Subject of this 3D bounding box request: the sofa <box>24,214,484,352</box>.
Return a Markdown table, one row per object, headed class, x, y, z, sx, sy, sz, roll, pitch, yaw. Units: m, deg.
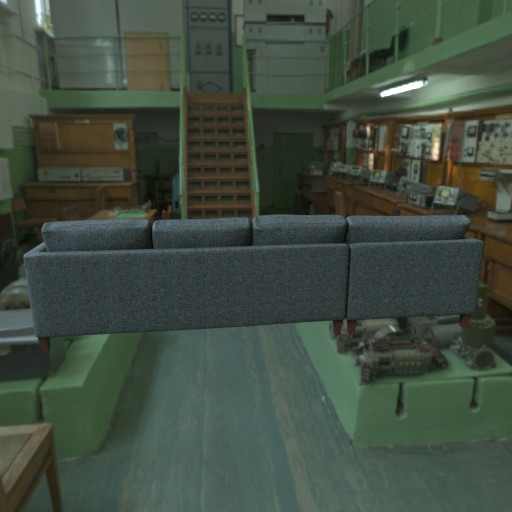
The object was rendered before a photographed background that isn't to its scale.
| class | x | y | z | sx | sy | sz | roll | pitch | yaw |
| --- | --- | --- | --- | --- | --- | --- | --- | --- | --- |
| sofa | 0.000 | 0.000 | 4.099 | 3.485 | 0.960 | 1.635 | -2 | 15 | -7 |
